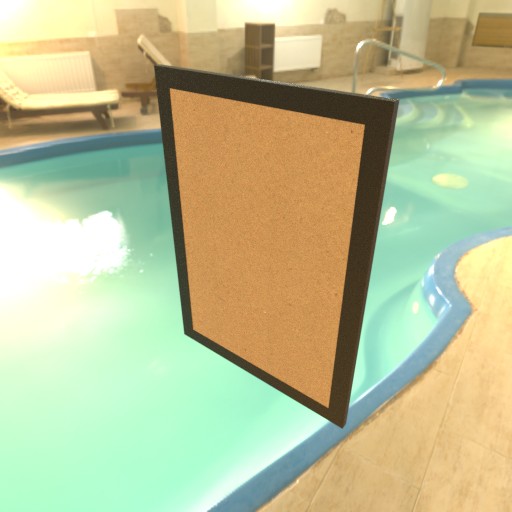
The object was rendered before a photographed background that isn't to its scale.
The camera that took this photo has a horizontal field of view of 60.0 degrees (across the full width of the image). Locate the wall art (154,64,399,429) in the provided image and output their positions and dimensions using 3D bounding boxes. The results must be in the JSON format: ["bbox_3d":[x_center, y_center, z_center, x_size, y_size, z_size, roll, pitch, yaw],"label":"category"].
[{"bbox_3d":[0.000,0.000,0.710,0.381,0.534,0.013,23,38,32],"label":"wall art"}]
